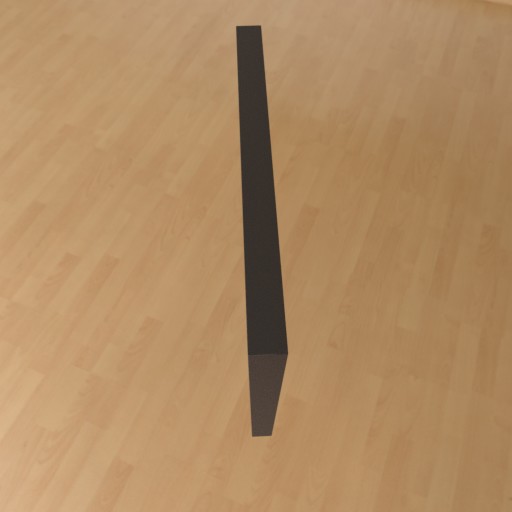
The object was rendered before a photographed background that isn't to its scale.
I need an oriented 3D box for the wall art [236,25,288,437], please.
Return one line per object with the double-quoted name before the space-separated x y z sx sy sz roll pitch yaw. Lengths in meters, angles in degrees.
"wall art" 0.000 0.000 0.758 0.038 0.507 0.507 -2 60 -1
